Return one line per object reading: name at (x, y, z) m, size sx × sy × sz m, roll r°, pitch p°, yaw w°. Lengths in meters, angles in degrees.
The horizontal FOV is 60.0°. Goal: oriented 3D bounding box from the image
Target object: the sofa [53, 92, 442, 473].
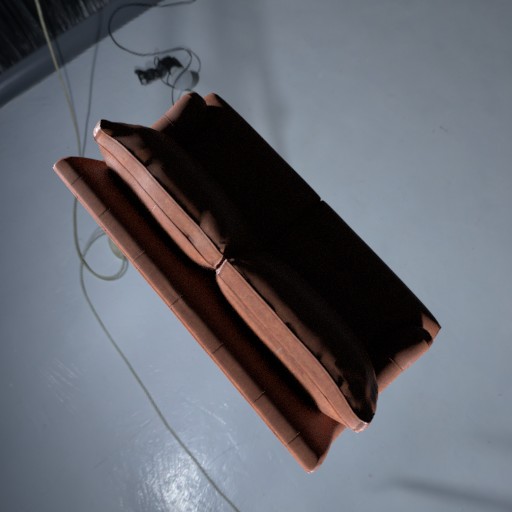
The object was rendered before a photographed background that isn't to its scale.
sofa at (0.000, 0.000, 2.709) m, size 1.147 × 1.071 × 2.144 m, roll -41°, pitch 79°, yaw -9°
